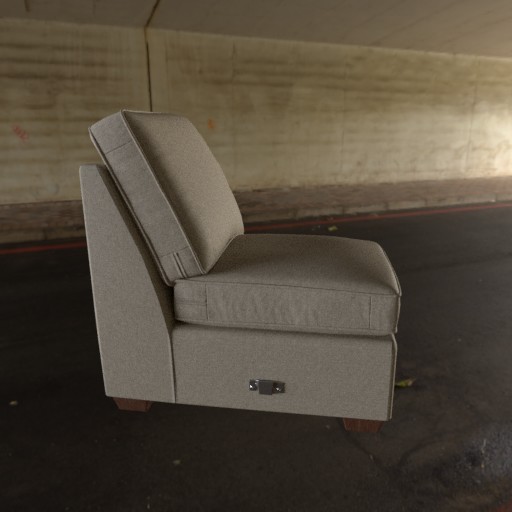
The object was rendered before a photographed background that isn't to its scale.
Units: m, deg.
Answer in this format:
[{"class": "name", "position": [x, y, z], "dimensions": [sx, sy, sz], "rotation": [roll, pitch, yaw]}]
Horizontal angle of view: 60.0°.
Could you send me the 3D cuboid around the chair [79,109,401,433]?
[{"class": "chair", "position": [0.000, 0.000, 1.705], "dimensions": [1.020, 1.058, 0.674], "rotation": [2, 16, 8]}]
